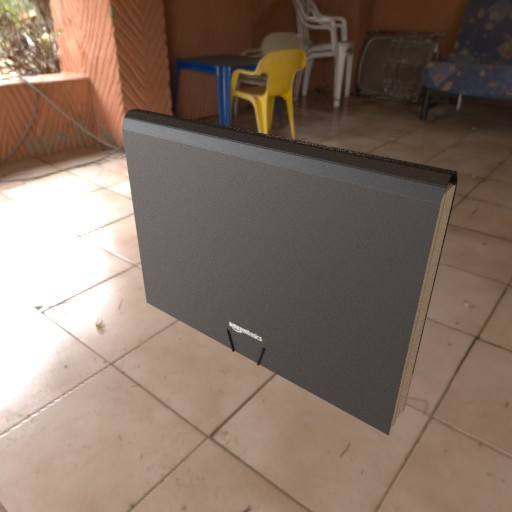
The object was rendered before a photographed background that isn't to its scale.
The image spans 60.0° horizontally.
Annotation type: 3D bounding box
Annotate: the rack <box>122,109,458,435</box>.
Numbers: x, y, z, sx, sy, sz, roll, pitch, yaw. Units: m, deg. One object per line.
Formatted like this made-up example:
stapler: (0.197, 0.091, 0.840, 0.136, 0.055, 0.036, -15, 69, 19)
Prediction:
rack: (0.000, 0.000, 0.439, 0.330, 0.241, 0.041, 21, 36, 32)
